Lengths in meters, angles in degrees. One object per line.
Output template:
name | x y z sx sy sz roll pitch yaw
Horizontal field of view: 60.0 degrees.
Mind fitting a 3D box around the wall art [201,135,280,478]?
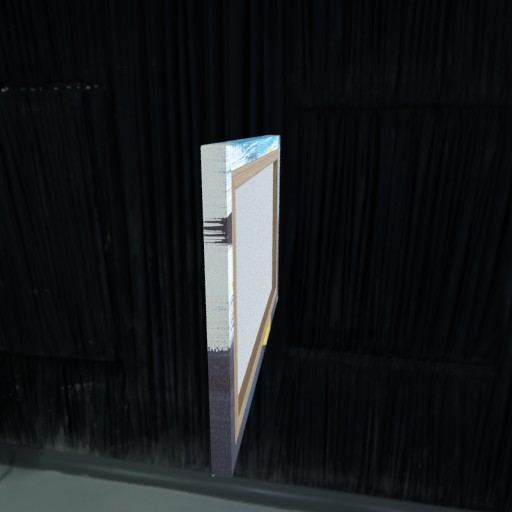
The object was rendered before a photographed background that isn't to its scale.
wall art | 0.000 0.000 1.188 0.039 0.610 0.914 2 16 8
